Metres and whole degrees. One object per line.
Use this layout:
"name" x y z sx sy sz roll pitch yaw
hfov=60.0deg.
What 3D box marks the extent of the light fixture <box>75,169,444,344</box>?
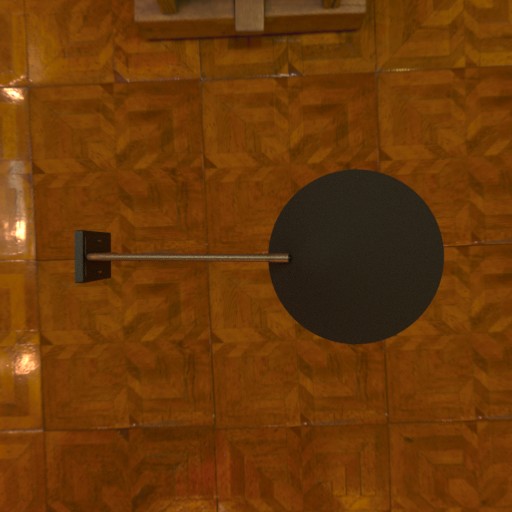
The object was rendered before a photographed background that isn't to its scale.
"light fixture" 0.000 0.000 0.691 0.516 0.312 0.240 0 91 1
